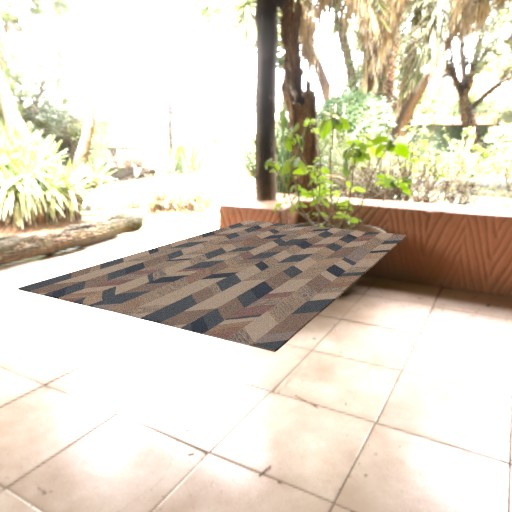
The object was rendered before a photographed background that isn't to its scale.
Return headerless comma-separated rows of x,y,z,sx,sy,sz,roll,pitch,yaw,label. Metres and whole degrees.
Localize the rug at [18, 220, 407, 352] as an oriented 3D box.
0.000,0.000,2.982,1.513,0.008,2.423,8,16,28,rug
